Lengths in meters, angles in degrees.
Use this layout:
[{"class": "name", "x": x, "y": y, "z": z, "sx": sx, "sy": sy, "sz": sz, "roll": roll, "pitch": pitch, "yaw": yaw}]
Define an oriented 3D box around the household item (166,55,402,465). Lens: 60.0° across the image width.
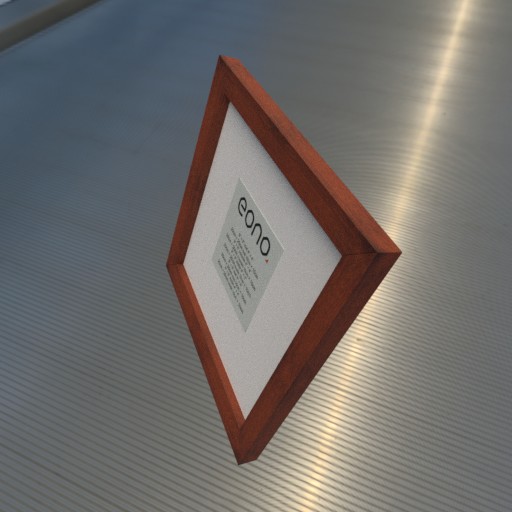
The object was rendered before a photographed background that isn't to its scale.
[{"class": "household item", "x": 0.000, "y": 0.000, "z": 0.380, "sx": 0.131, "sy": 0.240, "sz": 0.240, "roll": -17, "pitch": 50, "yaw": -15}]
